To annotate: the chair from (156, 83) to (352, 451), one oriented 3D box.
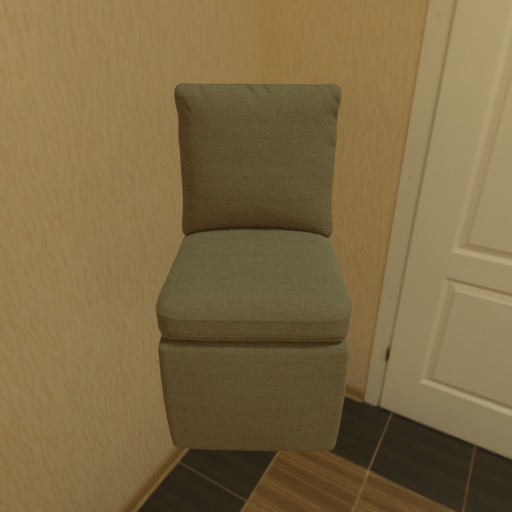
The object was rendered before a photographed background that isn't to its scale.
[{"bbox_3d":[0.000,0.000,1.341,0.503,0.927,0.698,1,29,1],"label":"chair"}]
